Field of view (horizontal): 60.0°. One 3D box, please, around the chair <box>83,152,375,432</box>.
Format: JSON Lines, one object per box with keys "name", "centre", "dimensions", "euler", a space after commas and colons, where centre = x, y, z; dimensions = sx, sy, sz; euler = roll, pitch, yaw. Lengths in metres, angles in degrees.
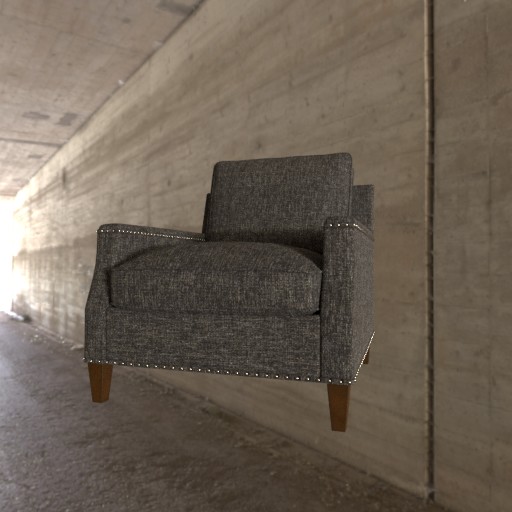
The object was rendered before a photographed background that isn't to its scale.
{"name": "chair", "centre": [0.000, 0.000, 1.732], "dimensions": [0.853, 0.943, 1.014], "euler": [0, -1, 18]}
